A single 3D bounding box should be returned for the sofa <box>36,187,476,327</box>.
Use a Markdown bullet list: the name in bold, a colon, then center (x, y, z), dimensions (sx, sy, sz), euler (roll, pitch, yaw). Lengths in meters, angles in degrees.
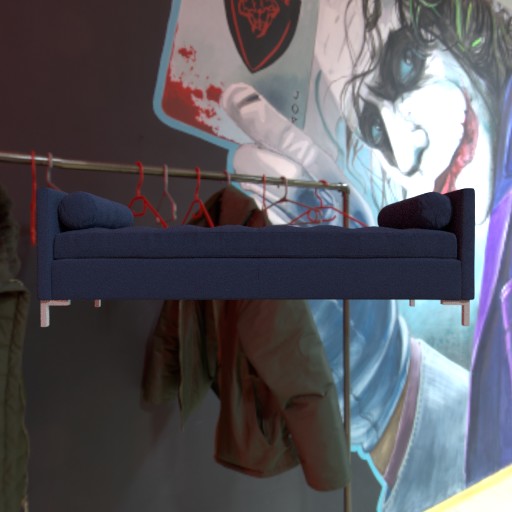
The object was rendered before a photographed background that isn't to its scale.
- **sofa**: center (0.000, 0.000, 2.471), dimensions (2.102, 0.657, 0.797), euler (0, 1, 0)
